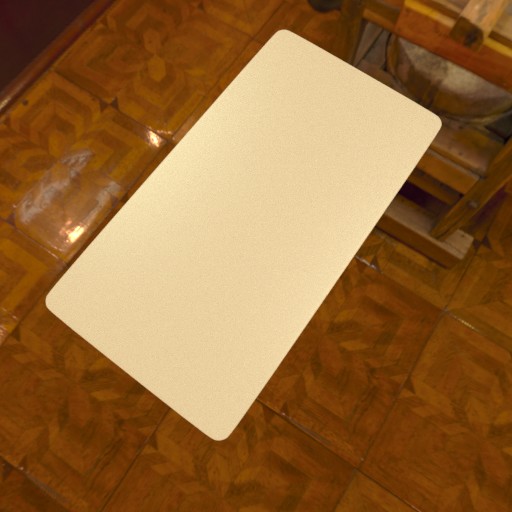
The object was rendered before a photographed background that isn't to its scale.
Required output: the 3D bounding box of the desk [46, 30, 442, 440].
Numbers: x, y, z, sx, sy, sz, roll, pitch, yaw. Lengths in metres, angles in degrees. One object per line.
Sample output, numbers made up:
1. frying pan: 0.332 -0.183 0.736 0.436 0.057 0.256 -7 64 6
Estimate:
1. desk: 0.000 0.000 1.342 0.475 0.763 0.877 35 76 10
